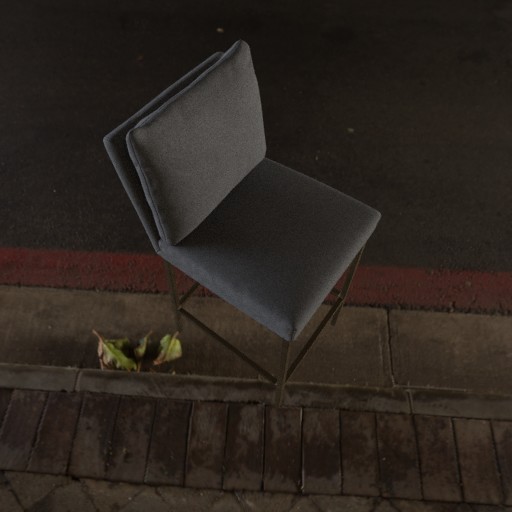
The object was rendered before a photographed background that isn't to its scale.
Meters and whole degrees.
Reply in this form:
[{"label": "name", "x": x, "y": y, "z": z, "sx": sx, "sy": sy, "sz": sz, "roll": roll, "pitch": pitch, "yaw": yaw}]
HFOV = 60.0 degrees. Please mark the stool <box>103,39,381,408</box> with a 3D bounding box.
[{"label": "stool", "x": 0.000, "y": 0.000, "z": 1.425, "sx": 0.569, "sy": 1.130, "sz": 0.463, "roll": 31, "pitch": 62, "yaw": 19}]
